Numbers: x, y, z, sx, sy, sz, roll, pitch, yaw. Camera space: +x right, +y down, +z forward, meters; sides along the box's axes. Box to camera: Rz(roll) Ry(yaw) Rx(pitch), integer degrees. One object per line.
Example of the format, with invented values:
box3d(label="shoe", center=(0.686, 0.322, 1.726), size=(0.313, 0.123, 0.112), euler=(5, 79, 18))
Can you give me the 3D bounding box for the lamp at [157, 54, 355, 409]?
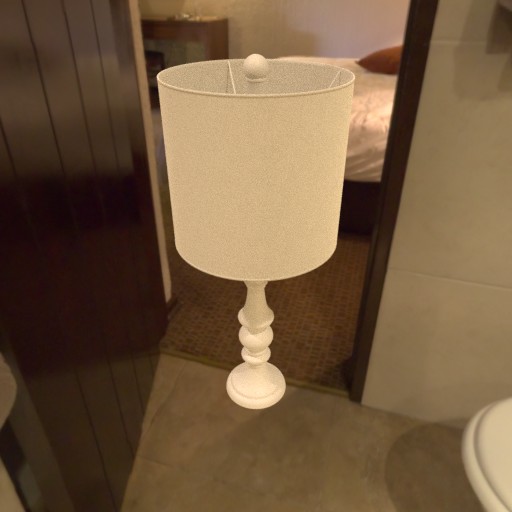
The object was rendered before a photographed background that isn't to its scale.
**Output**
box3d(label="lamp", center=(0.000, 0.000, 0.715), size=(0.250, 0.597, 0.250), euler=(-11, 33, -17))
